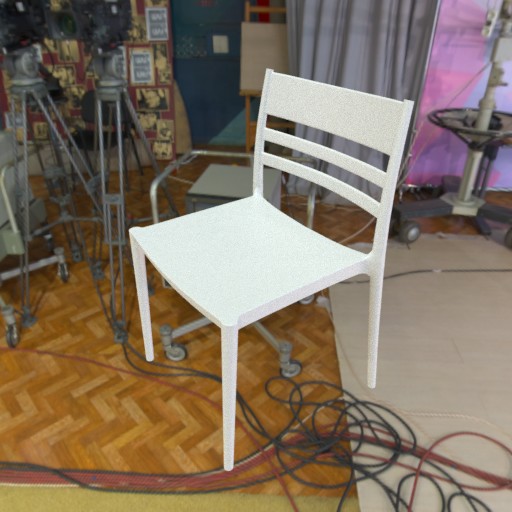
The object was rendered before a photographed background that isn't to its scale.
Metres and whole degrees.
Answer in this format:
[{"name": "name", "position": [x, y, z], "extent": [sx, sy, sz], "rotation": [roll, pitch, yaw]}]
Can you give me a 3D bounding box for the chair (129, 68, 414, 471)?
[{"name": "chair", "position": [0.000, 0.000, 1.135], "extent": [0.511, 0.800, 0.531], "rotation": [-21, 38, -30]}]
